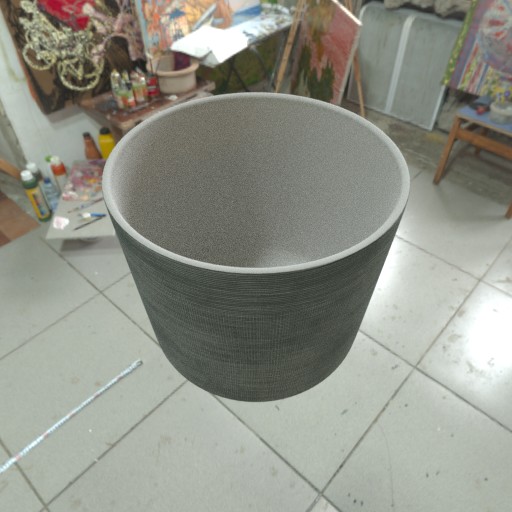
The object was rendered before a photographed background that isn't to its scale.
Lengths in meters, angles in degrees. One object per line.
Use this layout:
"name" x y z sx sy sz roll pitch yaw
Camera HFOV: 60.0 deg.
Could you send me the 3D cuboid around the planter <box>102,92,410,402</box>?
"planter" 0.000 0.000 0.791 0.440 0.398 0.440 0 46 0
